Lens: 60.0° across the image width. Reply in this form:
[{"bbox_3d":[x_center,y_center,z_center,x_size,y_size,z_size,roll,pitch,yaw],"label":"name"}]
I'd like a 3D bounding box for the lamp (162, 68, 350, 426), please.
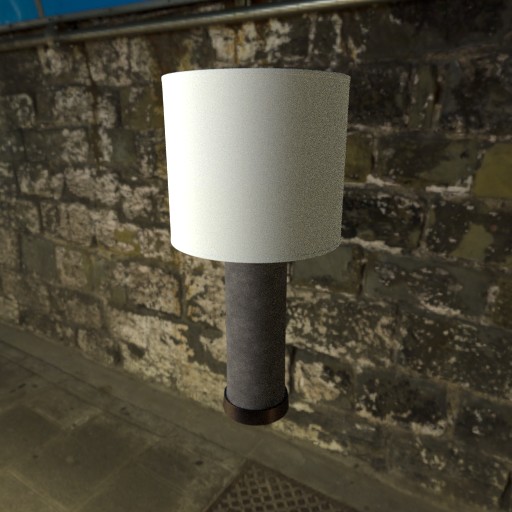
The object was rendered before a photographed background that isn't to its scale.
[{"bbox_3d":[0.000,0.000,0.809,0.301,0.630,0.301,-15,23,-41],"label":"lamp"}]
